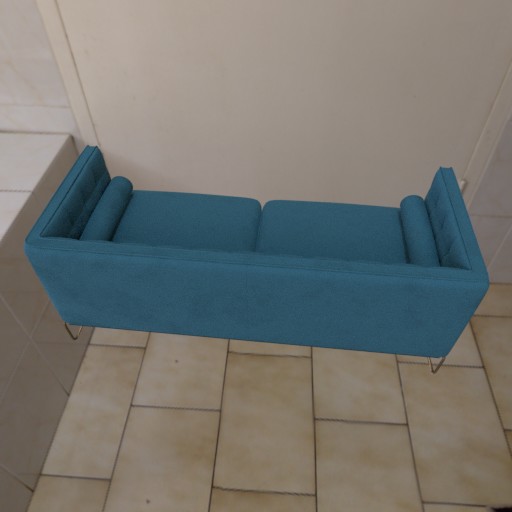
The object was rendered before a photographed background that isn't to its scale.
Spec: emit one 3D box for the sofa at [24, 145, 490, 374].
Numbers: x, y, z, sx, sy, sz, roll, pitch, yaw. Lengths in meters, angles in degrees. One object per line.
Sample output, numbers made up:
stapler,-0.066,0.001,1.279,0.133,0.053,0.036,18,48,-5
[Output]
sofa,0.000,0.000,2.472,2.087,0.789,0.867,4,47,4
